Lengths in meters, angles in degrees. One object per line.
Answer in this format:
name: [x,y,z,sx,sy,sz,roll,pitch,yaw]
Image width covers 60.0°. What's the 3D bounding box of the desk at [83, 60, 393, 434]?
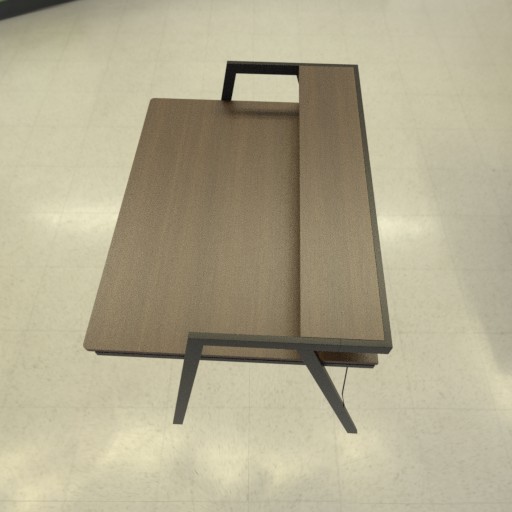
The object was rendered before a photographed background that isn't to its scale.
desk: [0.000,0.000,1.821,0.936,0.998,1.143,2,57,2]
